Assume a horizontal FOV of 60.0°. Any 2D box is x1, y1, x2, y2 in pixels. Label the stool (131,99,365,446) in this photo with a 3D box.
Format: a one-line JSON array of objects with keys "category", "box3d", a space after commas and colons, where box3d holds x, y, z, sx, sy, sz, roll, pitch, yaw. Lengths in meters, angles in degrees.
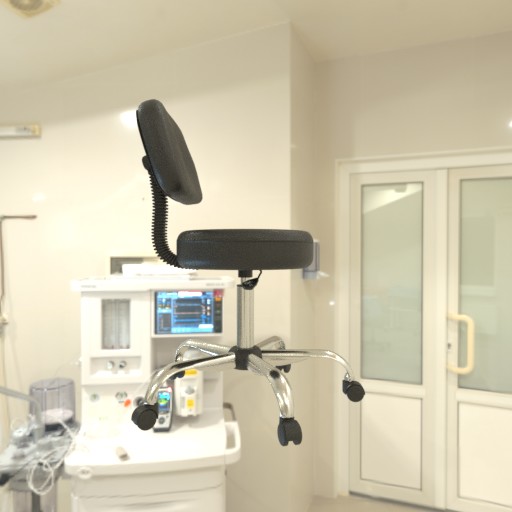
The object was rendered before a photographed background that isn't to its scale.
[{"category": "stool", "box3d": [0.000, 0.000, 1.323, 0.648, 0.862, 0.673, 0, 1, 1]}]
